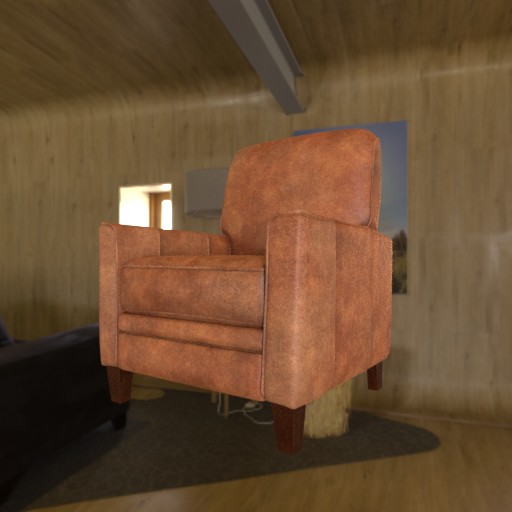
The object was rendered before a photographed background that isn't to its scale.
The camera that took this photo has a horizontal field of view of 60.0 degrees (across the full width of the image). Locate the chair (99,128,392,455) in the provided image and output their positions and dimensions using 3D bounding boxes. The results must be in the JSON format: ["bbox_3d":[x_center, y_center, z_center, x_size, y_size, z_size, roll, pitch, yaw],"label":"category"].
[{"bbox_3d":[0.000,0.000,1.665,0.843,1.043,0.836,0,0,35],"label":"chair"}]
